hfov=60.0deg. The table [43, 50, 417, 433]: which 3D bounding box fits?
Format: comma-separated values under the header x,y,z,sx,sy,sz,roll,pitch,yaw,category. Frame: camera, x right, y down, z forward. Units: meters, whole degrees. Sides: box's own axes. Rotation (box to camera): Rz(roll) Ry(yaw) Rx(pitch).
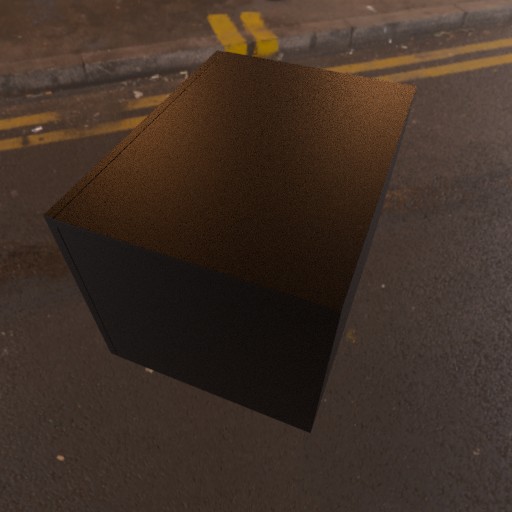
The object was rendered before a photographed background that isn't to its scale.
x,y,z,sx,sy,sz,roll,pitch,yaw,category
0.000,0.000,0.955,0.441,0.584,0.564,17,51,14,table
